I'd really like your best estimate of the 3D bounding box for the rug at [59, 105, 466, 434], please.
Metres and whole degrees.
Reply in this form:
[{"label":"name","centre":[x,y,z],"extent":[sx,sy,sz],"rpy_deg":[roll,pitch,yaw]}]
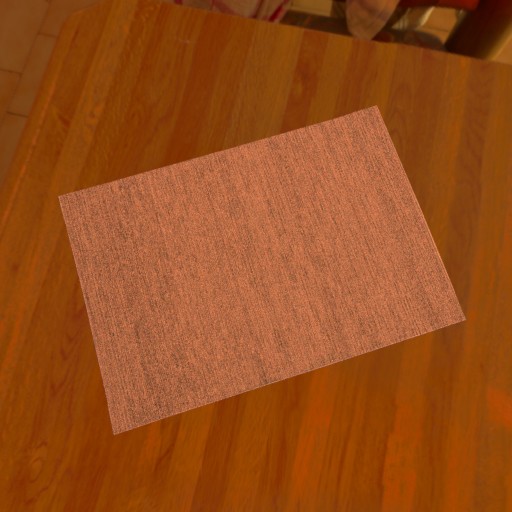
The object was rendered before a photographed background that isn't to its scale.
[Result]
[{"label":"rug","centre":[0.000,0.000,2.942],"extent":[2.338,0.030,1.616],"rpy_deg":[-17,77,-4]}]
